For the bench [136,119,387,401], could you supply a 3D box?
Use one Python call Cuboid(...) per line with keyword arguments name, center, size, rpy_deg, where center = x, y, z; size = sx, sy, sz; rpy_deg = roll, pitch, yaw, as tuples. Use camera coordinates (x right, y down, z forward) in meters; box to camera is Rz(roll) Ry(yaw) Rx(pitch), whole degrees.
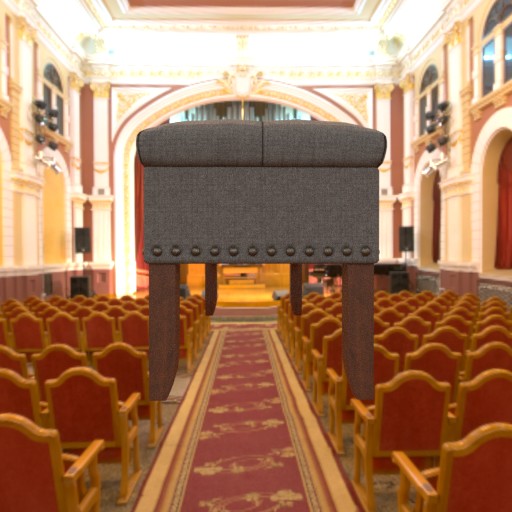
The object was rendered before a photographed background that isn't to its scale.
Cuboid(name="bench", center=(0.000, 0.000, 1.240), size=(0.417, 0.470, 1.052), rpy_deg=(0, 0, -1))
